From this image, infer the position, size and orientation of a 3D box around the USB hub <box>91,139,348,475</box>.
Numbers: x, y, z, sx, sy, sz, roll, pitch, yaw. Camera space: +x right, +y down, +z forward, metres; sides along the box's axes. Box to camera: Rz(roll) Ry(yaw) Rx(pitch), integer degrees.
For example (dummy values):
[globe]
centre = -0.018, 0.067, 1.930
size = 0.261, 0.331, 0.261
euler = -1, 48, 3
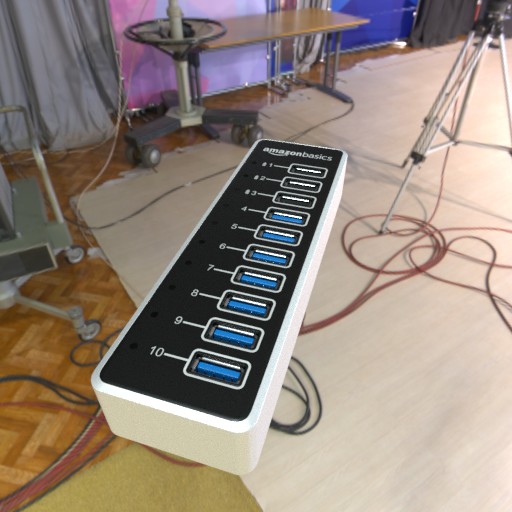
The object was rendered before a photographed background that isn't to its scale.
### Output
[USB hub]
centre = 0.000, 0.000, 0.164
size = 0.044, 0.023, 0.145
euler = 12, 42, 13
